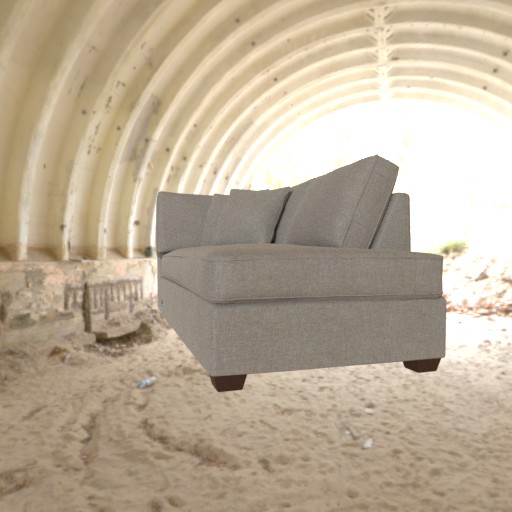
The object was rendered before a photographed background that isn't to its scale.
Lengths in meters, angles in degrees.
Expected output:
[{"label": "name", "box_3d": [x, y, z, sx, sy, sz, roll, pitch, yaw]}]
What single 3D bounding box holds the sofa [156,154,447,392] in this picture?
[{"label": "sofa", "box_3d": [0.000, 0.000, 2.834, 1.110, 1.019, 2.238, 0, 0, -18]}]
